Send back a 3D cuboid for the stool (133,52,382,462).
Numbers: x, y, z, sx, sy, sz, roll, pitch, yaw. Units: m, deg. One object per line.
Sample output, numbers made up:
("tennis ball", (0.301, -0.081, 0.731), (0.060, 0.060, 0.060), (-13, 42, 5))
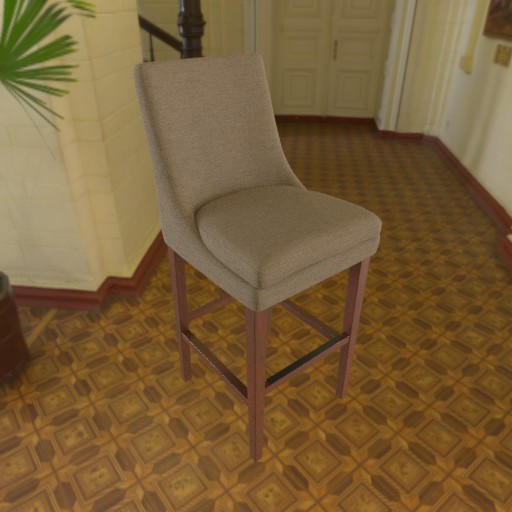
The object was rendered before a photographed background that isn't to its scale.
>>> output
("stool", (0.000, 0.000, 1.362), (0.470, 1.078, 0.577), (-22, 37, -33))
